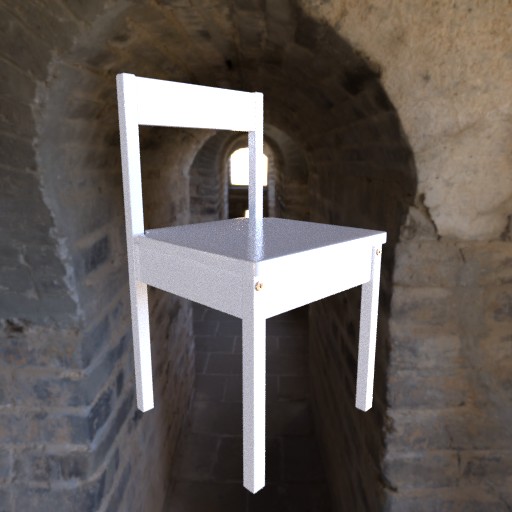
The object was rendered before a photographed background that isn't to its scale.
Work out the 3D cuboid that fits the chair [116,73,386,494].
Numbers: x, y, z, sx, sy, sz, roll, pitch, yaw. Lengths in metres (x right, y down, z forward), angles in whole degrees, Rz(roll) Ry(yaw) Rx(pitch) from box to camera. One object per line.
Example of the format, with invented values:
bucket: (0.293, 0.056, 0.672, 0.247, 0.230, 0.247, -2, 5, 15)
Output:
chair: (0.000, 0.000, 0.868, 0.361, 0.668, 0.367, 12, 17, 44)
